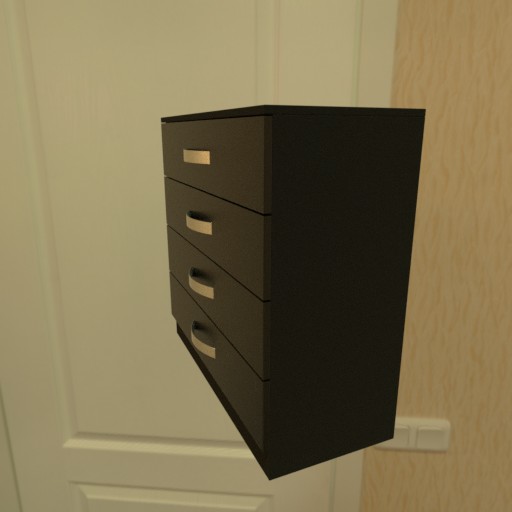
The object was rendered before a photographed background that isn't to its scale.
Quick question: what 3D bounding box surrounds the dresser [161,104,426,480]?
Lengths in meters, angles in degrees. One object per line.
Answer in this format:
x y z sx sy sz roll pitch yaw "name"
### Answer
0.000 0.000 1.181 0.360 0.720 0.750 -7 17 -23 "dresser"
